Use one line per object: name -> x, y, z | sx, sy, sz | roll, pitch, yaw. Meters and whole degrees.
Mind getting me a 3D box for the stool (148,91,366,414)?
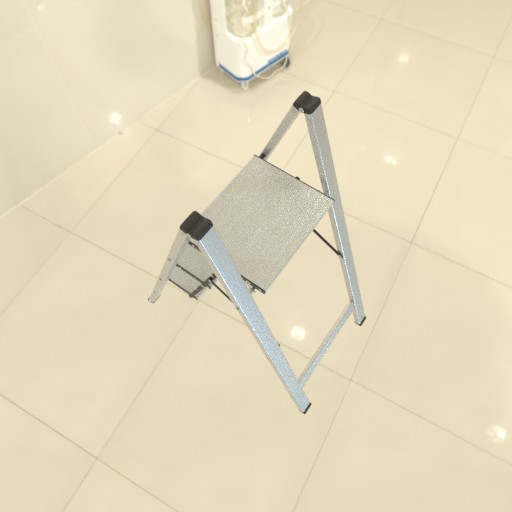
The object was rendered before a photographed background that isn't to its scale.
stool -> 0.000, 0.000, 1.310 | 0.730, 0.902, 0.441 | 33, 68, 15
